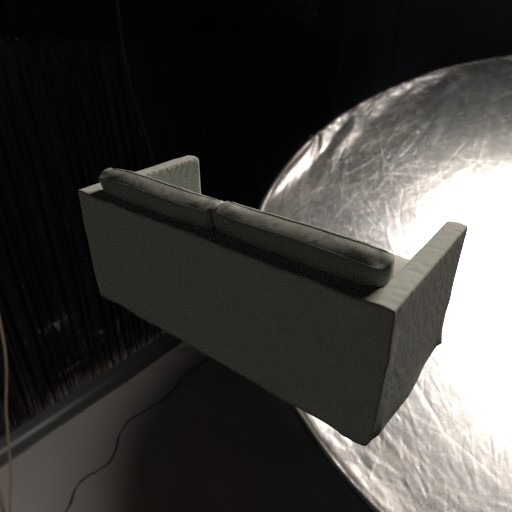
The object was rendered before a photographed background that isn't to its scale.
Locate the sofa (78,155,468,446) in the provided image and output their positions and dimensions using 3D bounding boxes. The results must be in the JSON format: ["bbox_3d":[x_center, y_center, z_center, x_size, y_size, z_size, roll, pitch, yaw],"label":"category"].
[{"bbox_3d":[0.000,0.000,2.531,1.987,0.870,0.940,21,35,33],"label":"sofa"}]
